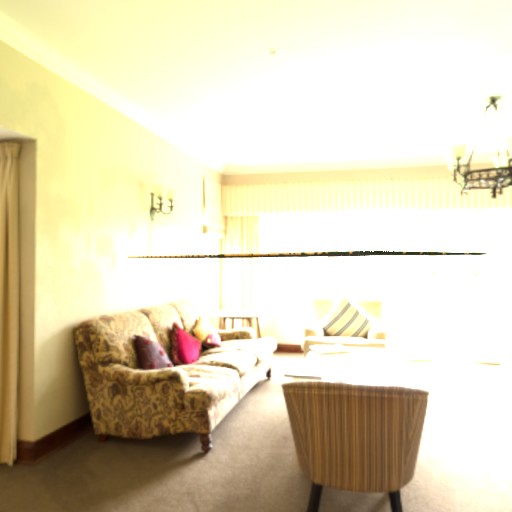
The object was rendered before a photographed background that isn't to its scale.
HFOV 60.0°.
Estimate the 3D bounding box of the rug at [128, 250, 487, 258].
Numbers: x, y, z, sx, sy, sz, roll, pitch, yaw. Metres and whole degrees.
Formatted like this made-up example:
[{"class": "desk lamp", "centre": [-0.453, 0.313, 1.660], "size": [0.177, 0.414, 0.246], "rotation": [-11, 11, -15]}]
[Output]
[{"class": "rug", "centre": [0.000, 0.000, 2.709], "size": [0.750, 0.011, 2.435], "rotation": [1, -1, -35]}]
